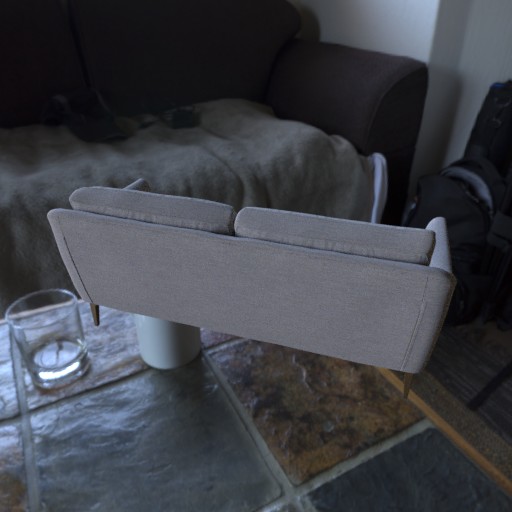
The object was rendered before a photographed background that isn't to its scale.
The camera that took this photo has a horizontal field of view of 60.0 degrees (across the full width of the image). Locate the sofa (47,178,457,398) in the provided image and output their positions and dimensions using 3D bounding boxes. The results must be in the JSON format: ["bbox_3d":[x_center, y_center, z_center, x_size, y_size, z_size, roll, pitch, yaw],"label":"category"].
[{"bbox_3d":[0.000,0.000,2.528,2.036,0.913,0.980,10,33,15],"label":"sofa"}]
